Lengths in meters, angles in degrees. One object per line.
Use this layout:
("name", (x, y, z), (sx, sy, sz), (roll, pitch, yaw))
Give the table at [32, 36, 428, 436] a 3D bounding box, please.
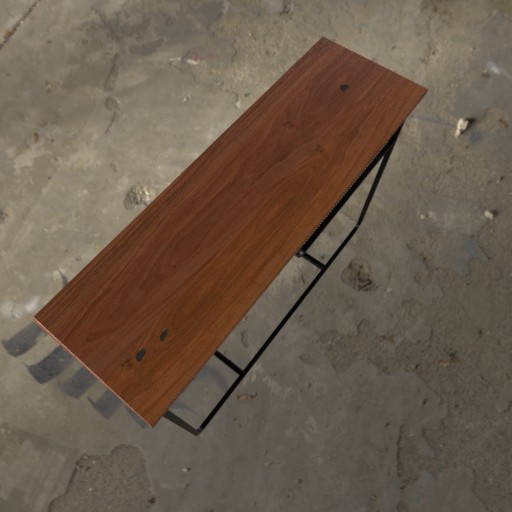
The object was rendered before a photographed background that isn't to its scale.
("table", (0.000, 0.000, 1.413), (0.350, 0.750, 1.100), (35, 69, 16))
